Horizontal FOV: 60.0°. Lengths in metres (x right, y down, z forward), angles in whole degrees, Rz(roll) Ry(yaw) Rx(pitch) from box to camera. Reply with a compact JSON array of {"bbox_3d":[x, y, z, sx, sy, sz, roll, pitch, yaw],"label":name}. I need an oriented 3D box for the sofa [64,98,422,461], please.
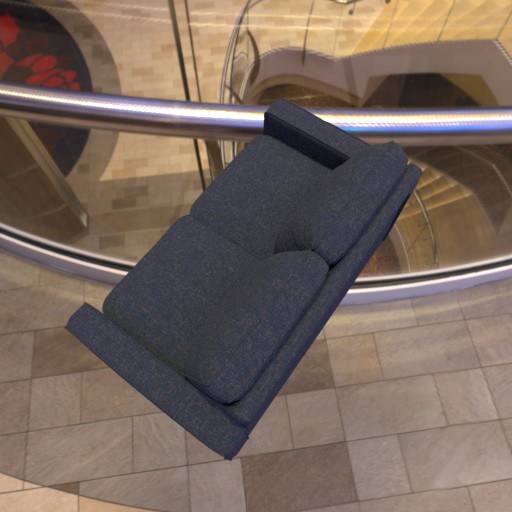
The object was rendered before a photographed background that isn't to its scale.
[{"bbox_3d":[0.000,0.000,2.277,0.947,0.918,1.709,33,69,15],"label":"sofa"}]
